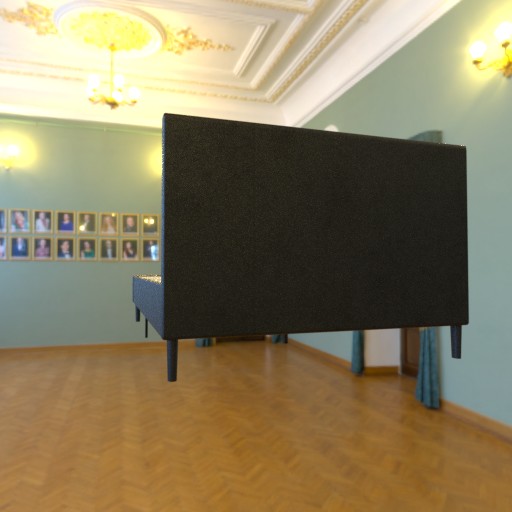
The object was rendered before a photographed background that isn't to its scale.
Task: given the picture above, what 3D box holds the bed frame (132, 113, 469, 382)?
[{"bbox_3d":[0.000,0.000,2.946,1.469,1.046,2.152,1,-2,-19],"label":"bed frame"}]
